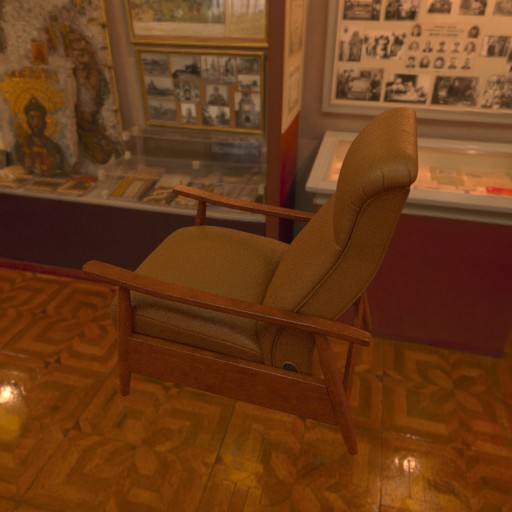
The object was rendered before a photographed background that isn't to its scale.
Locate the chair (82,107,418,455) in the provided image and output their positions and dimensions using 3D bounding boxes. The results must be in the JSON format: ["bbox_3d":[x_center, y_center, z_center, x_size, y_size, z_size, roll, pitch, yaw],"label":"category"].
[{"bbox_3d":[0.000,0.000,1.724,1.014,1.082,0.762,9,33,14],"label":"chair"}]
